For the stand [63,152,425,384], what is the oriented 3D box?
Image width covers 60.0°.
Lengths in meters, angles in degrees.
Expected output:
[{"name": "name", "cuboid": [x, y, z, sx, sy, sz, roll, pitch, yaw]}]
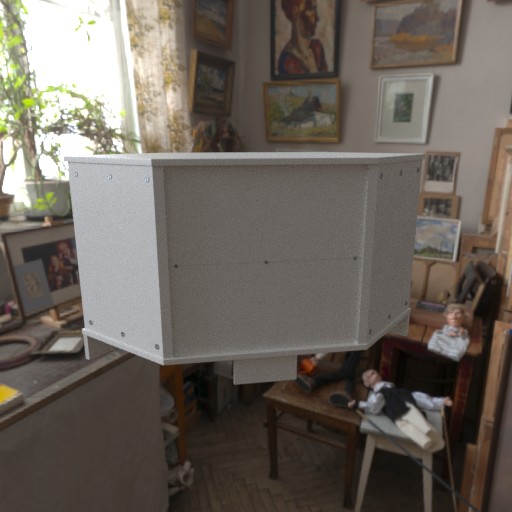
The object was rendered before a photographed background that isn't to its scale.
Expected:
[{"name": "stand", "cuboid": [0.000, 0.000, 1.377, 1.072, 0.614, 0.477, -2, 15, -9]}]
